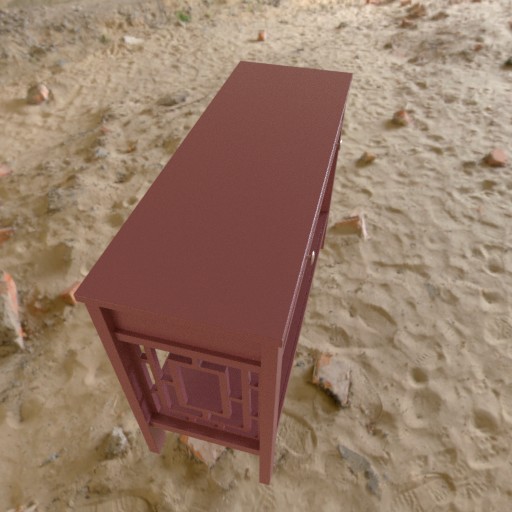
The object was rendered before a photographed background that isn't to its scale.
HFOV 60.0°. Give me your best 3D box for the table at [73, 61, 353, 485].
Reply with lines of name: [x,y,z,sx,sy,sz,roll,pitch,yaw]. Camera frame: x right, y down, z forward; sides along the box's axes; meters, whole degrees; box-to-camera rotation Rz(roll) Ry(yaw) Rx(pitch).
table: [0.000,0.000,1.390,0.397,0.753,1.068,11,47,10]
